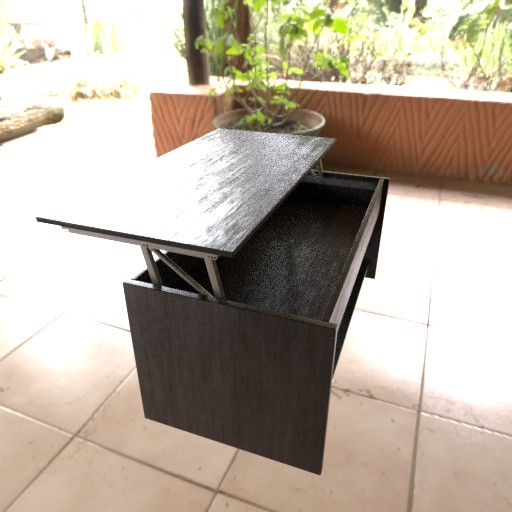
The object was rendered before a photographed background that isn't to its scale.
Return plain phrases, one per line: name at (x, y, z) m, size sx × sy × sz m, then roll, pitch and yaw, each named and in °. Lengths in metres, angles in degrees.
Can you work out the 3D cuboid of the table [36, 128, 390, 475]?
table at (0.000, 0.000, 1.458) m, size 0.712 × 0.570 × 1.000 m, roll 10°, pitch 30°, yaw 18°
